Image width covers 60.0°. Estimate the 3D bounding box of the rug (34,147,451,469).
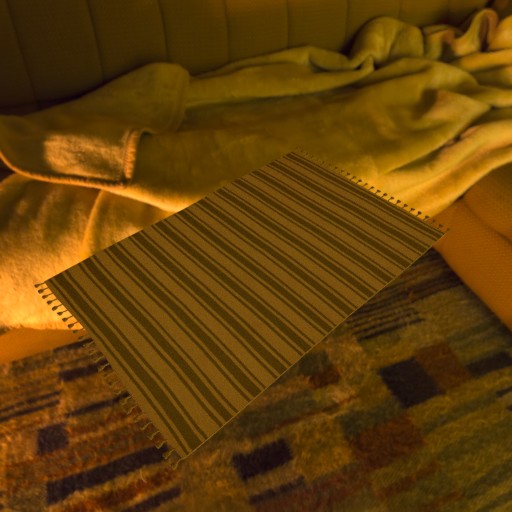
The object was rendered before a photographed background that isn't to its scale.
[{"bbox_3d":[0.000,0.000,2.291,1.875,0.013,1.162,-33,54,-29],"label":"rug"}]
